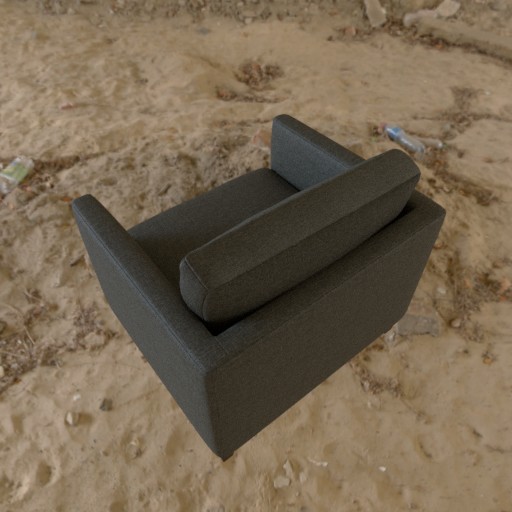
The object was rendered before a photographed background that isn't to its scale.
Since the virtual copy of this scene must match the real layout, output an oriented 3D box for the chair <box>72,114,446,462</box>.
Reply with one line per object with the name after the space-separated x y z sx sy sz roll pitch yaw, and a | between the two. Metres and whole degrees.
0.000 0.000 1.837 1.107 0.963 0.959 -30 53 -25 | chair
